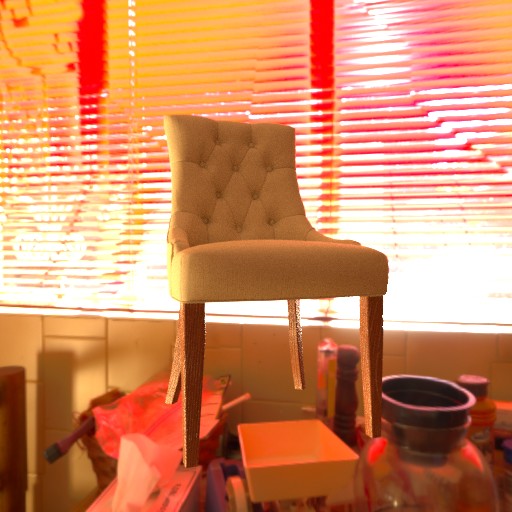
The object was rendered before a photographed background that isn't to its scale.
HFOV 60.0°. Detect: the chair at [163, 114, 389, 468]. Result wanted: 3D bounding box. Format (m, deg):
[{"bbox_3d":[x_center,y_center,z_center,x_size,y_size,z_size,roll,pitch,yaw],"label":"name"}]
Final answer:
[{"bbox_3d":[0.000,0.000,1.218,0.509,0.874,0.565,0,1,-19],"label":"chair"}]
